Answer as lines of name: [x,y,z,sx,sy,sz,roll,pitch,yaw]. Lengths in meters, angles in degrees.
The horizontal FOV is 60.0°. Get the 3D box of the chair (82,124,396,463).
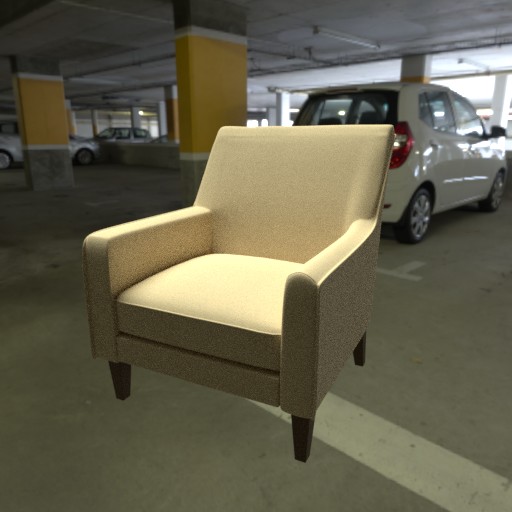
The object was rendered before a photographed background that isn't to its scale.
chair: [0.000,0.000,1.605,0.780,0.919,0.899,8,17,26]
